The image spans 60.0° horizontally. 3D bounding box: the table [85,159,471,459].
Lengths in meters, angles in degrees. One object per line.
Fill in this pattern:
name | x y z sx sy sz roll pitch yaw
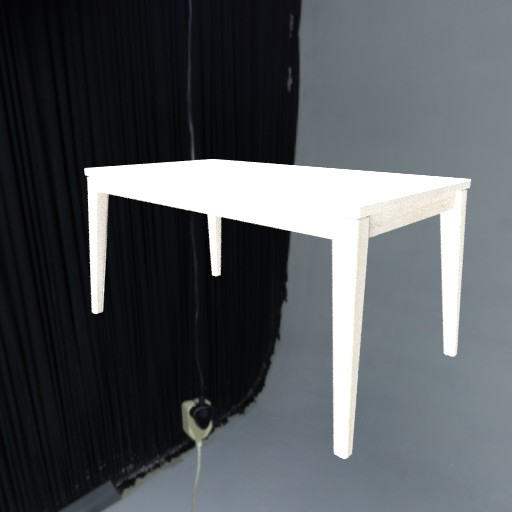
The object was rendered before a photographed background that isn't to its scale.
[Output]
table | 0.000 0.000 2.065 1.600 0.760 0.900 15 22 42
